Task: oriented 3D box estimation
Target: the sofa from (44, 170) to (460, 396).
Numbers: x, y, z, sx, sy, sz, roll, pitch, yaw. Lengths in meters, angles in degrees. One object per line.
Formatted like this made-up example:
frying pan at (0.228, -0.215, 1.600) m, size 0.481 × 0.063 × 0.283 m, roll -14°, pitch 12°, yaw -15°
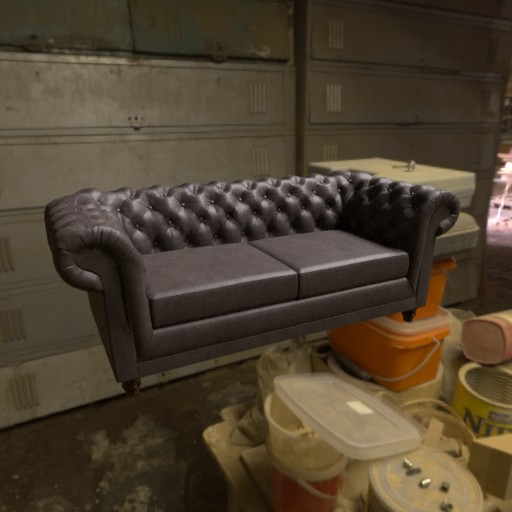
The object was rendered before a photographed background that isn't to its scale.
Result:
sofa at (0.000, 0.000, 2.447) m, size 2.048 × 0.779 × 0.944 m, roll -9°, pitch 20°, yaw -25°
